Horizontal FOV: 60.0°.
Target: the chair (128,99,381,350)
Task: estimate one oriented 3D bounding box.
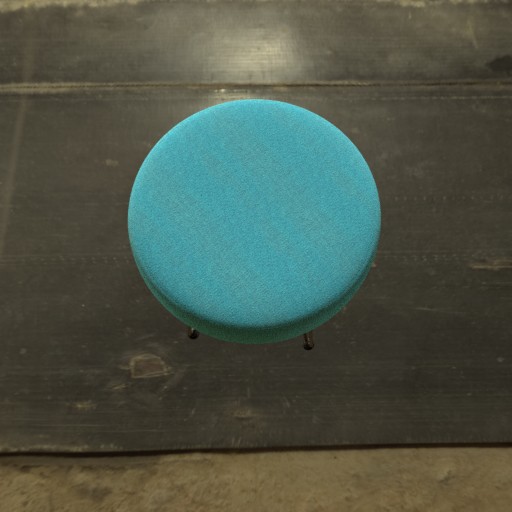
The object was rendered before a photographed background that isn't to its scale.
[{"bbox_3d":[0.000,0.000,0.710,0.350,0.440,0.350,-38,78,-9],"label":"chair"}]
